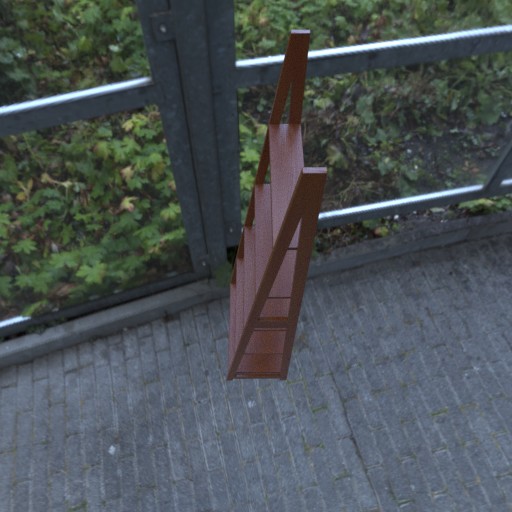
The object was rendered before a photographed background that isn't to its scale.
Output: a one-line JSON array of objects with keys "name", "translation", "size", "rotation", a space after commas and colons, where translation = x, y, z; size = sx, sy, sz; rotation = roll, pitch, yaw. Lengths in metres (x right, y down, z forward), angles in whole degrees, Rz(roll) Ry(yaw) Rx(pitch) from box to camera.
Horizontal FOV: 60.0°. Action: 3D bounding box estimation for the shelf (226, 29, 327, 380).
[{"name": "shelf", "translation": [0.000, 0.000, 2.032], "size": [0.356, 1.780, 0.630], "rotation": [0, 58, 0]}]
